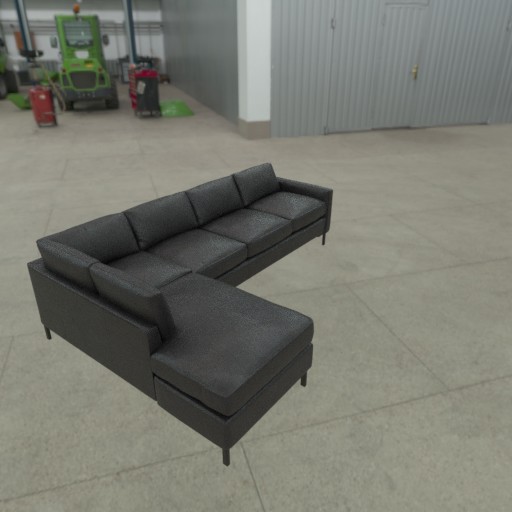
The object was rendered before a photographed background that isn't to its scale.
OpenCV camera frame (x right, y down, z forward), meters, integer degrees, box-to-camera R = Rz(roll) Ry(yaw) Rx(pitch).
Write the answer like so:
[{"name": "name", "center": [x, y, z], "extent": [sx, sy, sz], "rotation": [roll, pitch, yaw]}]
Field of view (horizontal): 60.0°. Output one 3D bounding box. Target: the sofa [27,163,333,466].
[{"name": "sofa", "center": [0.000, 0.000, 3.775], "extent": [1.938, 0.877, 2.984], "rotation": [19, 32, 33]}]
